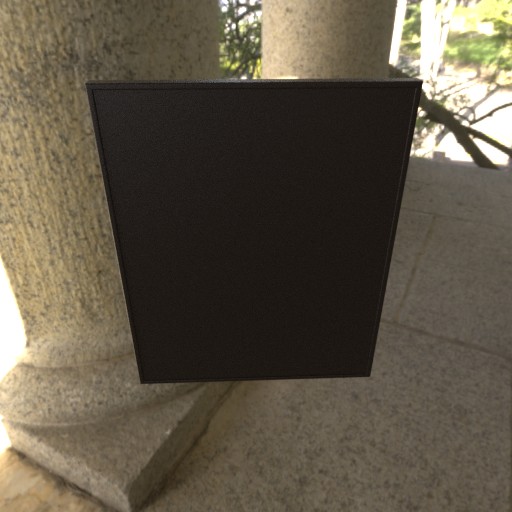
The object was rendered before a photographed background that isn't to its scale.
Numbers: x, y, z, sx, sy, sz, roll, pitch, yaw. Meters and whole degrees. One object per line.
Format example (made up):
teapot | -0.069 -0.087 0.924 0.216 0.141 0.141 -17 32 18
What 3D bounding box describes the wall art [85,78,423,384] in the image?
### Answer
wall art | 0.000 0.000 0.740 0.451 0.551 0.028 -1 30 -2
